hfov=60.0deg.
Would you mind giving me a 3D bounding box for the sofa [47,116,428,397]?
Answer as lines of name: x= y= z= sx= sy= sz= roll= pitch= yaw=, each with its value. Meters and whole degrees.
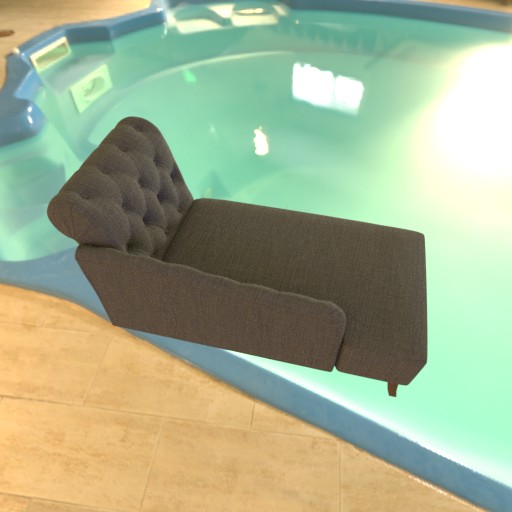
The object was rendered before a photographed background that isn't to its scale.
sofa: x=0.000 y=0.000 z=1.832 sx=1.379 sy=0.787 sz=0.675 roll=10 pitch=48 yaw=9
